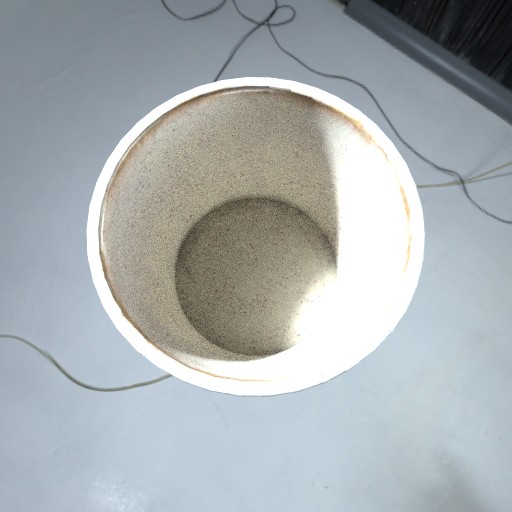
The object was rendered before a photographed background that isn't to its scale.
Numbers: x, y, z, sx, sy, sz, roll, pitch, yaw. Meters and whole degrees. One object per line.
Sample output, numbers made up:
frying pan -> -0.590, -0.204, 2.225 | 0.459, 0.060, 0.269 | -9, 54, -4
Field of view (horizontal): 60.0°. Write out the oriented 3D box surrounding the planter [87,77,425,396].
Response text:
planter -> 0.000, 0.000, 0.313 | 0.186, 0.144, 0.186 | 0, 74, 0
